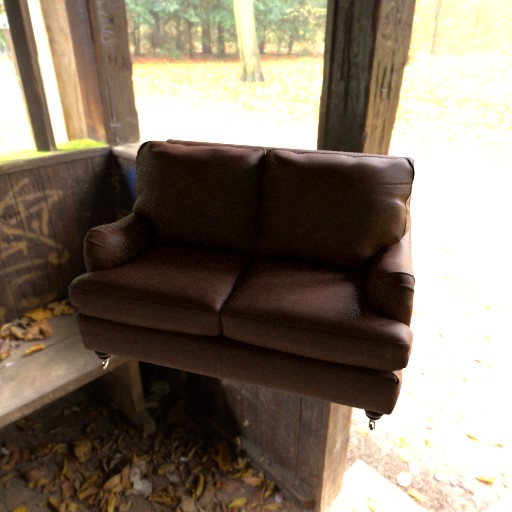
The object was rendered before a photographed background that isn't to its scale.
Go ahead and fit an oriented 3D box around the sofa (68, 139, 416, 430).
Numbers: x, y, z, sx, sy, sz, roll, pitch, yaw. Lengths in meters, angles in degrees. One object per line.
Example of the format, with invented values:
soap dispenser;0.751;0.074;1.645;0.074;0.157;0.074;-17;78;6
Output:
sofa;0.000;0.000;2.242;1.527;1.004;1.077;8;29;15
